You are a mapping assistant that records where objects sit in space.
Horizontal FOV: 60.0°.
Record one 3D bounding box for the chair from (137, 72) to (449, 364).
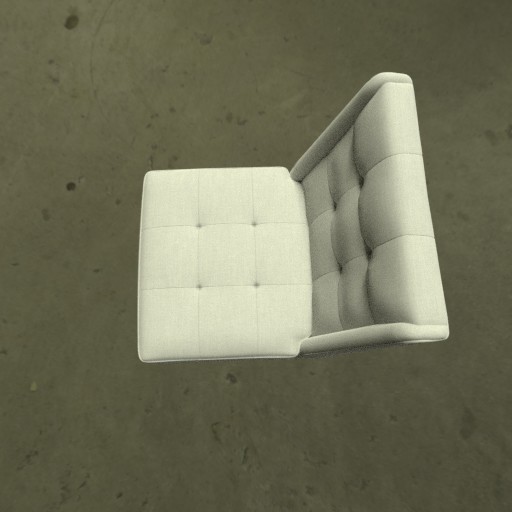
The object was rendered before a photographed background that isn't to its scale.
[{"bbox_3d":[0.000,0.000,1.248,0.676,0.853,0.569,-2,75,-1],"label":"chair"}]
